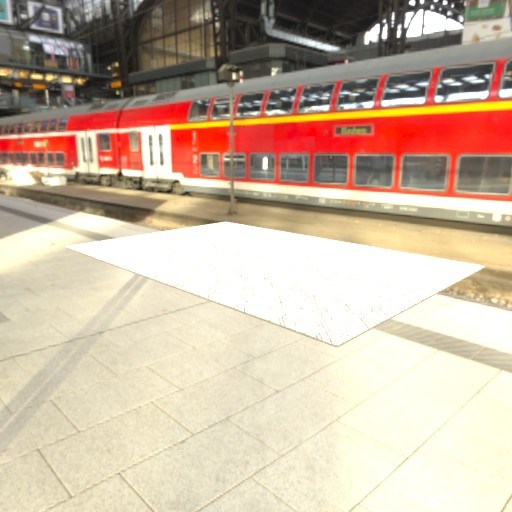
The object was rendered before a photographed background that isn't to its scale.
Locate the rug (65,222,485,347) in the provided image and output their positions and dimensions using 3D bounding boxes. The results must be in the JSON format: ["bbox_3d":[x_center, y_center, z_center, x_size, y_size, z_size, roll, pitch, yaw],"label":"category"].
[{"bbox_3d":[0.000,0.000,2.222,1.783,0.008,1.175,13,19,43],"label":"rug"}]
